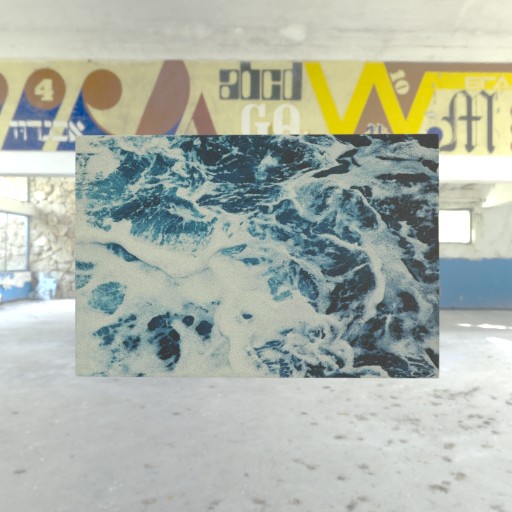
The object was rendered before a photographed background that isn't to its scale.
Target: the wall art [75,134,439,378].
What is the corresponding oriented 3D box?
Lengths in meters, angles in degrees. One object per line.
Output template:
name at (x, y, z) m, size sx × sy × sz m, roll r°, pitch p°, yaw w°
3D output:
wall art at (0.000, 0.000, 1.882) m, size 1.524 × 1.017 × 0.055 m, roll 0°, pitch 0°, yaw 1°
